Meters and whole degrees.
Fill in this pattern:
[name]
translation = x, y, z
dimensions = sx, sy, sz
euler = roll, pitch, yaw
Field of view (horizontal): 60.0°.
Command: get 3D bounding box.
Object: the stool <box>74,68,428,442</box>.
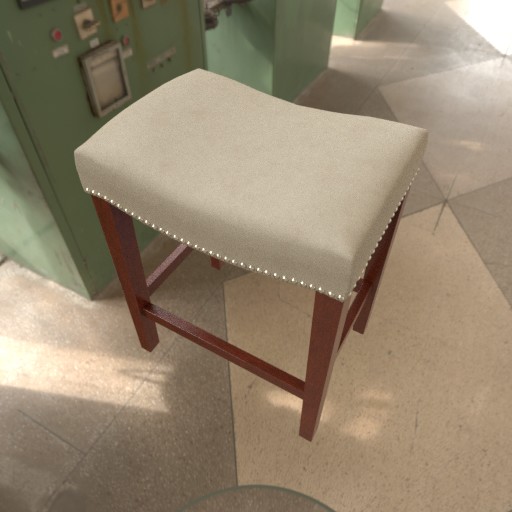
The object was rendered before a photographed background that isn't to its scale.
[stool]
translation = 0.000, 0.000, 0.965
dimensions = 0.509, 0.632, 0.375
euler = 23, 51, 20
